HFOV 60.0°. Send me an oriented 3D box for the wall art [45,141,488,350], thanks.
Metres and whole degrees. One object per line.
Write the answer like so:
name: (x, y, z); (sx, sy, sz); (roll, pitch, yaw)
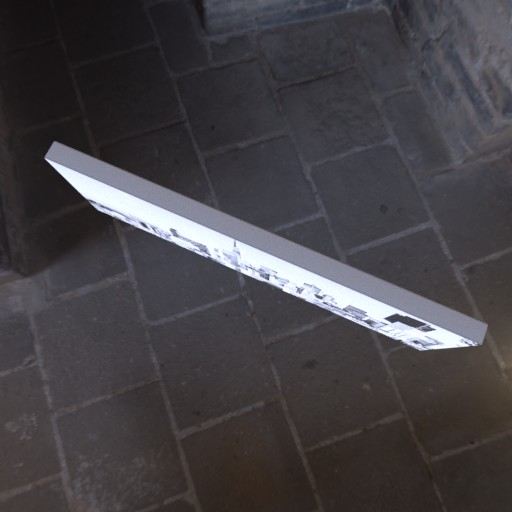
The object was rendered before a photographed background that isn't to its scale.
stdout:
wall art: (0.000, 0.000, 0.839); (0.766, 0.256, 0.036); (23, 77, 6)
